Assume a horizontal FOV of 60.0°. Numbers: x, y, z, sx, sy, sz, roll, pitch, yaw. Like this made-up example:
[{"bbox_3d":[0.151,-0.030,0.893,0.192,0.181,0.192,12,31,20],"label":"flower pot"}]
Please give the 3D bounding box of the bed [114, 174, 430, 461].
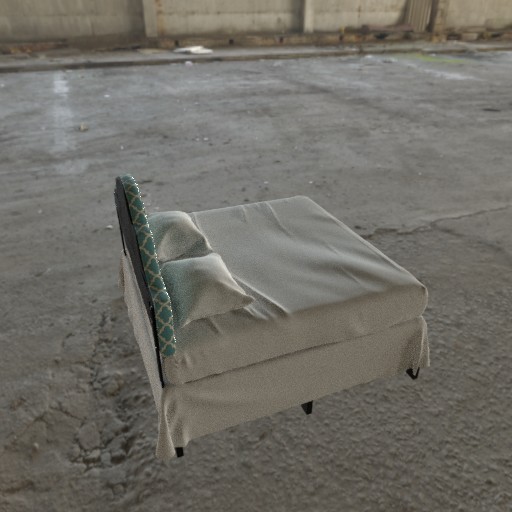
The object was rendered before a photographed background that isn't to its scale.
[{"bbox_3d":[0.000,0.000,3.715,2.222,1.601,2.314,-11,31,-19],"label":"bed"}]
